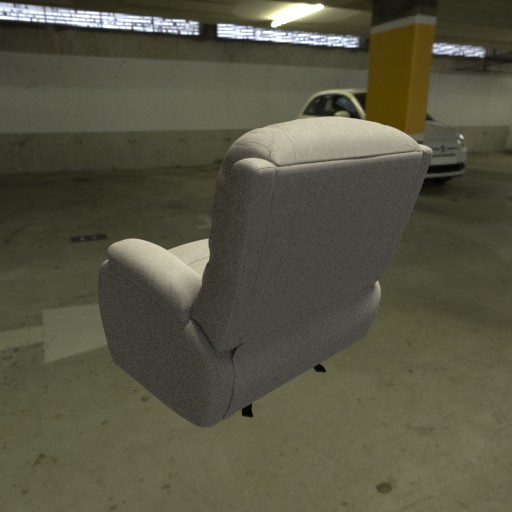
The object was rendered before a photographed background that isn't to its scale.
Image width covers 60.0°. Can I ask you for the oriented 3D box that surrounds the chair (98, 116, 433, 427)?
[{"bbox_3d":[0.000,0.000,1.684,0.930,1.011,0.899,-16,24,-41],"label":"chair"}]
